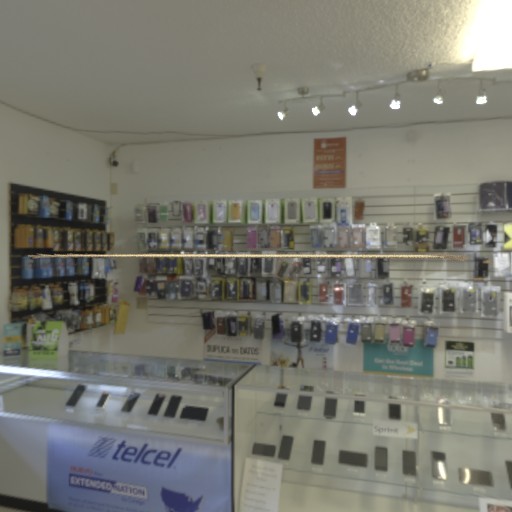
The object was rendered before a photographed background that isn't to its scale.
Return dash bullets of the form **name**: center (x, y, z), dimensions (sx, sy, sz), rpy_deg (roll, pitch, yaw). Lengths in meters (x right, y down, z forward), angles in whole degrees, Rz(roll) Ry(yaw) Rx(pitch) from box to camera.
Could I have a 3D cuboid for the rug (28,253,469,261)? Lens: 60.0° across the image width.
- **rug**: center (0.000, 0.000, 3.093), dimensions (2.523, 0.034, 1.528), rpy_deg (0, 1, 18)
